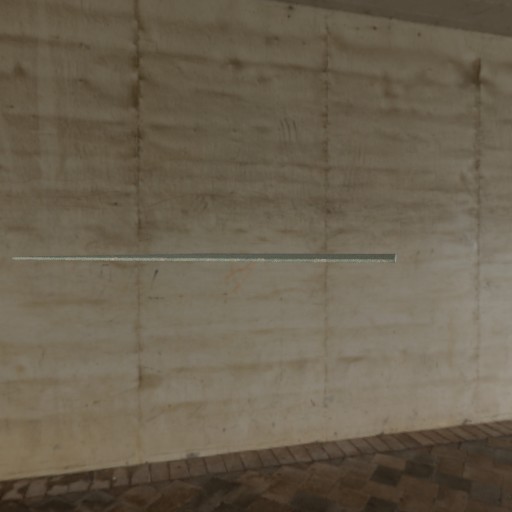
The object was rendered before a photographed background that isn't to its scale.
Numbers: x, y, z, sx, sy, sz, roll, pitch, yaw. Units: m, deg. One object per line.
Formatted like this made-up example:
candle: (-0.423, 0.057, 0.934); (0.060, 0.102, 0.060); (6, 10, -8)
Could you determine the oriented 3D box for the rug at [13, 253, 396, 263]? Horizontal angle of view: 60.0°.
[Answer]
rug: (0.000, 0.000, 4.013); (2.420, 0.019, 3.039); (0, 1, 18)
